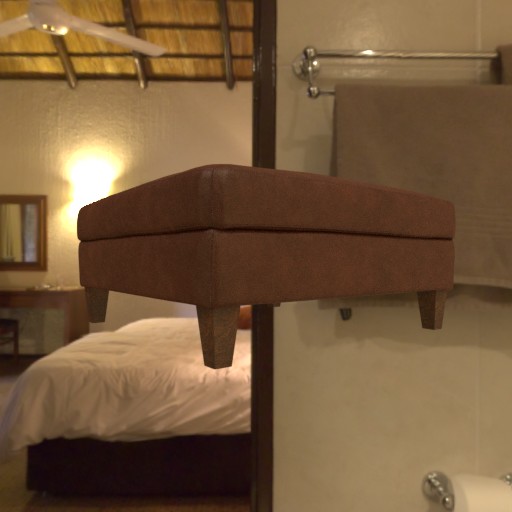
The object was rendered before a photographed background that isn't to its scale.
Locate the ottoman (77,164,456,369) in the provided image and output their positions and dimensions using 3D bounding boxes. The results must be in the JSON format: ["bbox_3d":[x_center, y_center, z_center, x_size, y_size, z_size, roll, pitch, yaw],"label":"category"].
[{"bbox_3d":[0.000,0.000,1.329,0.844,0.415,0.836,0,0,-37],"label":"ottoman"}]
